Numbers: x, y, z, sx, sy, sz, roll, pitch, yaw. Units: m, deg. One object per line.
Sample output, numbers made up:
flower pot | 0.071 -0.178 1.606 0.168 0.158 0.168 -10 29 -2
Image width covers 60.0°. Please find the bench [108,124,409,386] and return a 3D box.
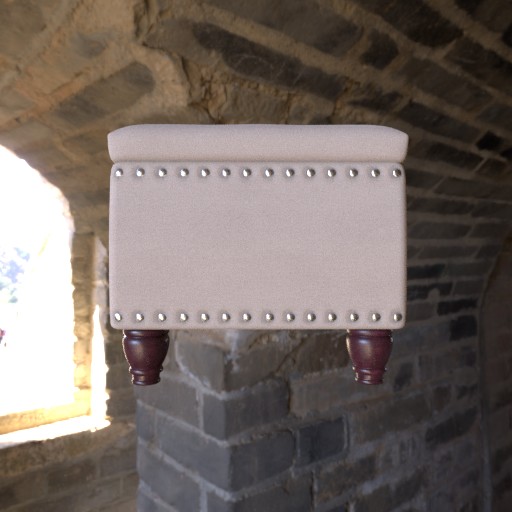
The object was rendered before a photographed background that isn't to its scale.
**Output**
bench | 0.000 0.000 1.166 0.500 0.449 0.887 0 -1 -1
